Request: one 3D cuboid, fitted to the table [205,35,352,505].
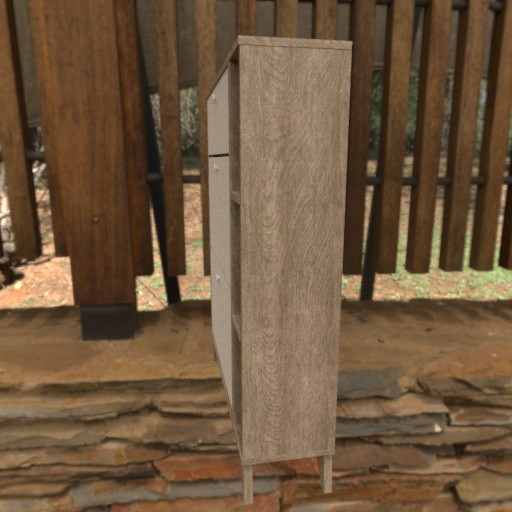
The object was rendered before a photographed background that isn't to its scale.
[{"bbox_3d":[0.000,0.000,1.491,0.256,1.135,0.902,-2,13,-10],"label":"table"}]
